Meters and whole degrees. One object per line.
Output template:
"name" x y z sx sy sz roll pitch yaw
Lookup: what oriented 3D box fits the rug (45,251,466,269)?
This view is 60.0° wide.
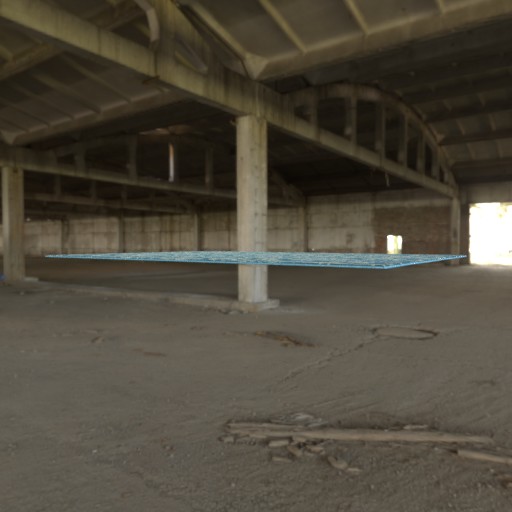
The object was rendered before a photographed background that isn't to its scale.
"rug" 0.000 0.000 2.832 2.205 0.012 1.554 1 2 35
